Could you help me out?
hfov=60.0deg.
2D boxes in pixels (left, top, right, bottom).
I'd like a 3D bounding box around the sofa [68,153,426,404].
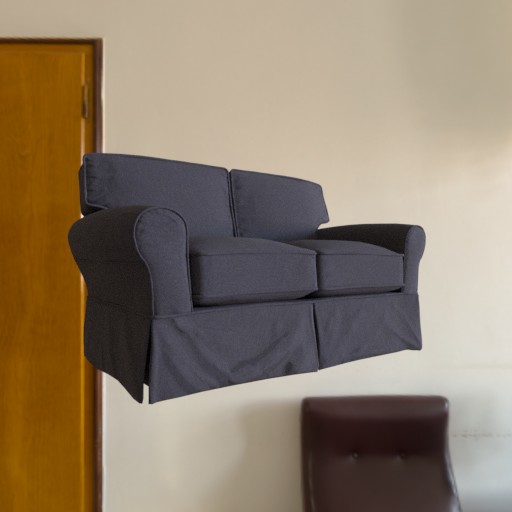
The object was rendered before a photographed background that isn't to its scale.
[{"bbox_3d":[0.000,0.000,2.409,1.801,1.059,0.997,0,0,-36],"label":"sofa"}]
